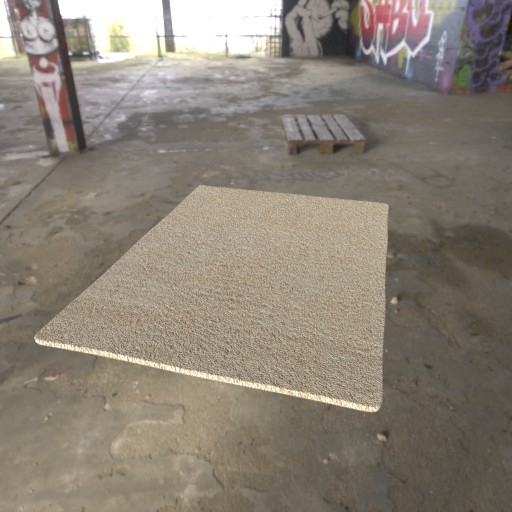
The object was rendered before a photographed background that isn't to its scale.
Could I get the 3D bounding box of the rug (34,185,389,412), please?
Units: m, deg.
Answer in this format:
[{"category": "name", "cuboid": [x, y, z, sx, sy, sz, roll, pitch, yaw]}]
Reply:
[{"category": "rug", "cuboid": [0.000, 0.000, 2.098, 1.200, 0.027, 1.600, 8, 30, 13]}]
